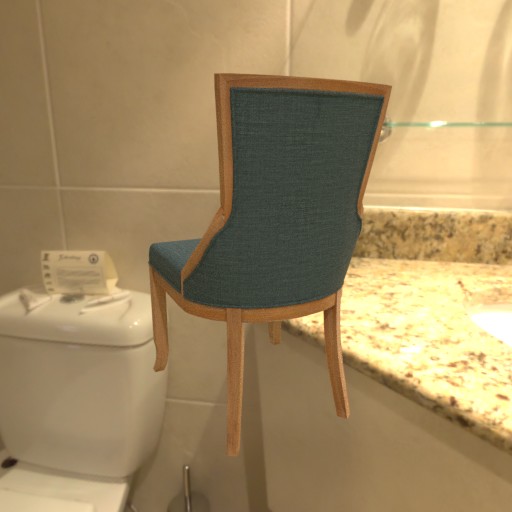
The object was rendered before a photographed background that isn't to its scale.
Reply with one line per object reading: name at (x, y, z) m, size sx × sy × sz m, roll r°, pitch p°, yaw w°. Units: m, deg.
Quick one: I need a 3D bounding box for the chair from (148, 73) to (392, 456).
chair at (0.000, 0.000, 1.350) m, size 0.524 × 0.947 × 0.641 m, roll -7°, pitch 16°, yaw -26°
